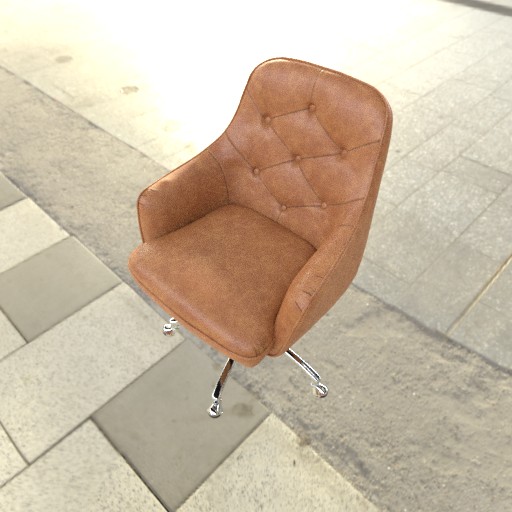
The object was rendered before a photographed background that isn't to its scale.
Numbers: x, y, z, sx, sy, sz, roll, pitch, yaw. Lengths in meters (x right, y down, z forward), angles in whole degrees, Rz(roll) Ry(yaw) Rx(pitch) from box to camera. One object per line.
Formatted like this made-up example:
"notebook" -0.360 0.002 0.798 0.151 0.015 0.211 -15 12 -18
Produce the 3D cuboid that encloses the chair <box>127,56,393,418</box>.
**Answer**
"chair" 0.000 0.000 1.288 0.628 0.909 0.615 32 54 28
